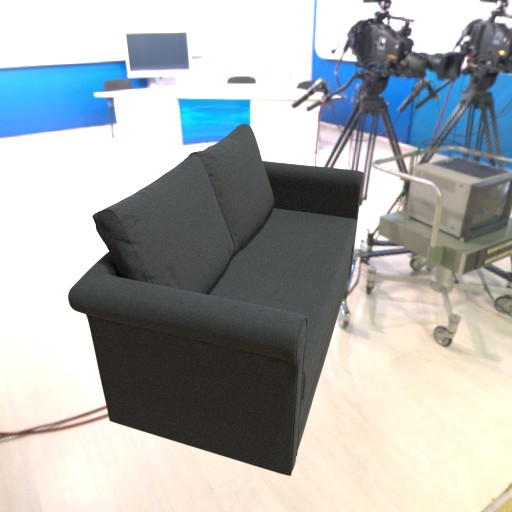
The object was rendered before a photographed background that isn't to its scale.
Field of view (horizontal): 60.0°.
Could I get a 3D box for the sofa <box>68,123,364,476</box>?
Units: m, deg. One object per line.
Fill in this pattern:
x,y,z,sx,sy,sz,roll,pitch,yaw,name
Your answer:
0.000,0.000,1.956,0.741,0.872,1.460,9,30,16,sofa
